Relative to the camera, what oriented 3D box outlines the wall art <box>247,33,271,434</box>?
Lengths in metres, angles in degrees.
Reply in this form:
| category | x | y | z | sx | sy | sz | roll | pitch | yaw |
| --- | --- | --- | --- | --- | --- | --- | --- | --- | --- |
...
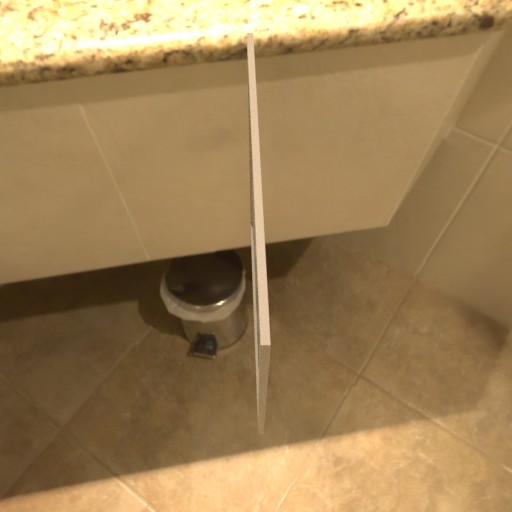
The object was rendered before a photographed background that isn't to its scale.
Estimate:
| category | x | y | z | sx | sy | sz | roll | pitch | yaw |
| --- | --- | --- | --- | --- | --- | --- | --- | --- | --- |
| wall art | 0.000 | 0.000 | 0.700 | 0.009 | 0.457 | 0.456 | -2 | 59 | -1 |
